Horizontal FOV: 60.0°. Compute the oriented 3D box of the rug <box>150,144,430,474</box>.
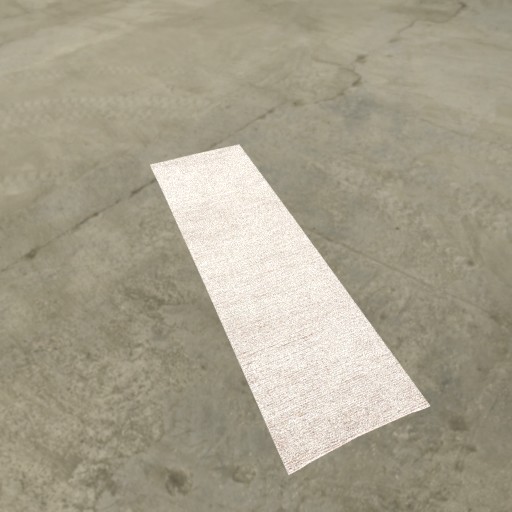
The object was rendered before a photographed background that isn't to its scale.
[{"bbox_3d":[0.000,0.000,2.626,0.712,0.013,2.346,-17,48,-16],"label":"rug"}]
